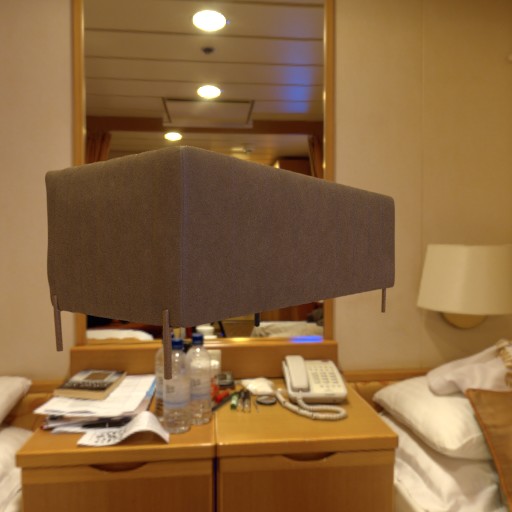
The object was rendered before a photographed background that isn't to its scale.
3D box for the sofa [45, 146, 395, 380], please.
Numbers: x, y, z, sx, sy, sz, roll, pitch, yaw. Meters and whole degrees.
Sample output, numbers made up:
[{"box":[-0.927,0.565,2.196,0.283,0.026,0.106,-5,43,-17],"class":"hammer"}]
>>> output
[{"box":[0.000,0.000,2.429,0.876,0.779,1.980,1,1,37],"class":"sofa"}]
